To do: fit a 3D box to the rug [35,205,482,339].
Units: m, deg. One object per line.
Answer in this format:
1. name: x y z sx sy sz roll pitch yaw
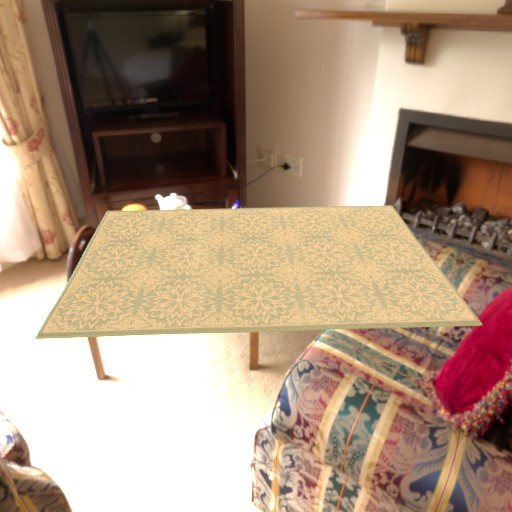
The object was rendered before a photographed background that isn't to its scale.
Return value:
1. rug: 0.000 0.000 3.493 2.746 0.018 1.819 -1 31 -2
